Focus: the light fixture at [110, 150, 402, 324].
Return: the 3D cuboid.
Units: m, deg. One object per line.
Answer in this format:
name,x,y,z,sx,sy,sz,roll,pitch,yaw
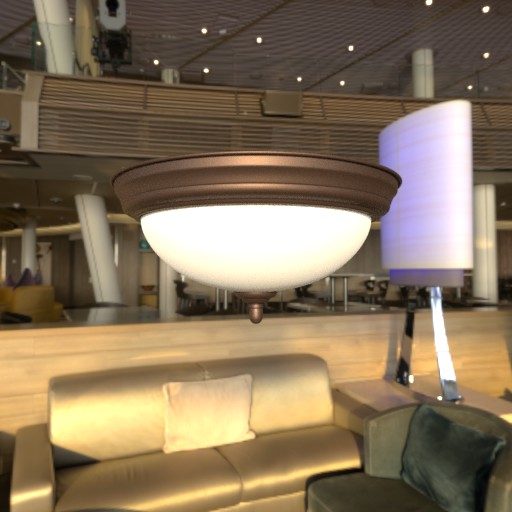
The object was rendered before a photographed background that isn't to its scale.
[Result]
light fixture,0.000,0.000,0.443,0.280,0.135,0.280,0,-3,0
